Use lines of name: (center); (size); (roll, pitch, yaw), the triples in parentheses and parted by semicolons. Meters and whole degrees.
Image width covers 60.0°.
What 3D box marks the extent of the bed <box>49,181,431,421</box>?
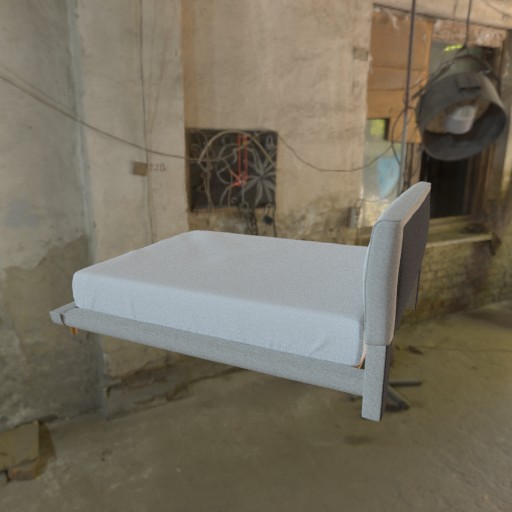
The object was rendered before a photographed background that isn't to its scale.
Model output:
bed: (0.000, 0.000, 3.581); (2.498, 1.126, 1.980); (7, 17, 24)
